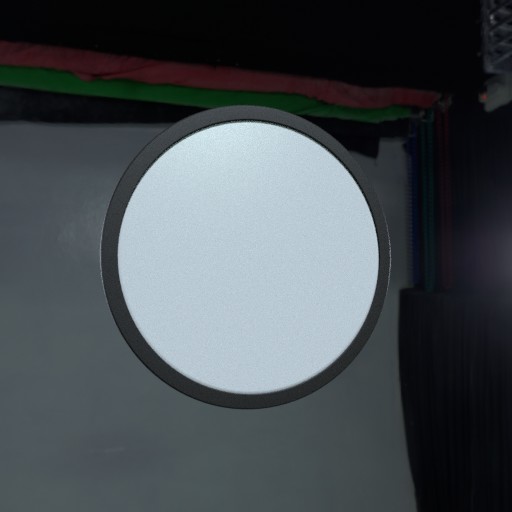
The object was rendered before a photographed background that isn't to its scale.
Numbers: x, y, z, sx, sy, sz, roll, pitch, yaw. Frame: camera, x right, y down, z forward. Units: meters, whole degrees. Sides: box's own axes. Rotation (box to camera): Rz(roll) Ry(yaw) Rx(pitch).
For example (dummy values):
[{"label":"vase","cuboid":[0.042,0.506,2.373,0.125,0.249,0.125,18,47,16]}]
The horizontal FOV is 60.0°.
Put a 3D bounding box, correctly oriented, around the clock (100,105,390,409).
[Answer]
[{"label":"clock","cuboid":[0.000,0.000,0.443,0.293,0.293,0.040,1,-2,-18]}]
